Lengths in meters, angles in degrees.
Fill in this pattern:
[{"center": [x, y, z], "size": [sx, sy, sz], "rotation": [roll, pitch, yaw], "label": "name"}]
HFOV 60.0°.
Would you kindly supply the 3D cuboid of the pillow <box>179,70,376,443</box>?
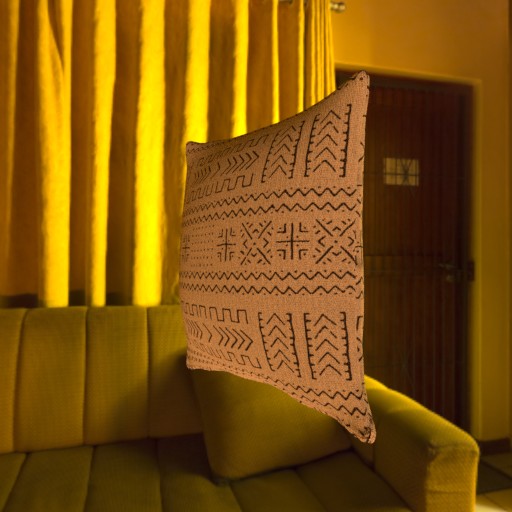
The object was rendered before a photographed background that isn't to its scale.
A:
[{"center": [0.000, 0.000, 0.668], "size": [0.164, 0.430, 0.438], "rotation": [0, 0, -36], "label": "pillow"}]
